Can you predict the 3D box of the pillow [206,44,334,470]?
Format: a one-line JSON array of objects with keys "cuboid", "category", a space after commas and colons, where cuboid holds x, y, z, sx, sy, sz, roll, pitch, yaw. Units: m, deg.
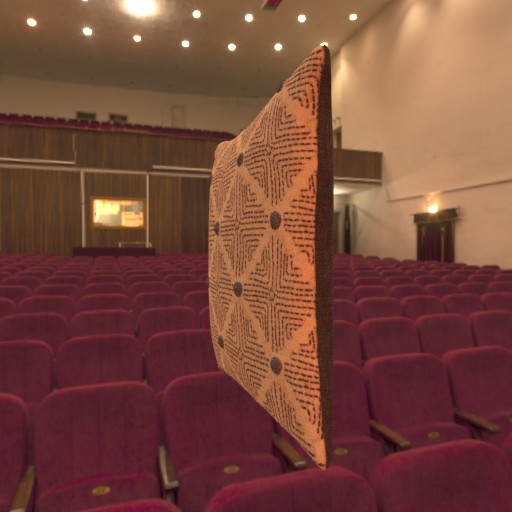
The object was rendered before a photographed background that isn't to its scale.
[{"cuboid": [0.000, 0.000, 0.765, 0.145, 0.510, 0.510, 0, 0, -19], "category": "pillow"}]
